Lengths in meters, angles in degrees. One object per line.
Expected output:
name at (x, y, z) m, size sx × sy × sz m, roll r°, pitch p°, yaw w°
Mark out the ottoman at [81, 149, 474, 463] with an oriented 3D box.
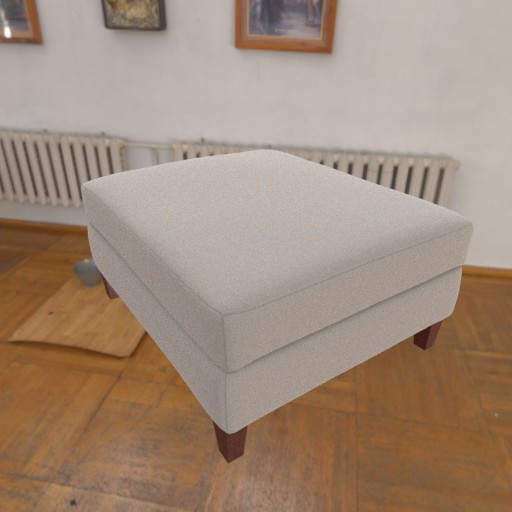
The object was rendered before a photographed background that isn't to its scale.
ottoman at (0.000, 0.000, 1.445) m, size 0.836 × 0.492 × 0.976 m, roll -18°, pitch 32°, yaw -30°
